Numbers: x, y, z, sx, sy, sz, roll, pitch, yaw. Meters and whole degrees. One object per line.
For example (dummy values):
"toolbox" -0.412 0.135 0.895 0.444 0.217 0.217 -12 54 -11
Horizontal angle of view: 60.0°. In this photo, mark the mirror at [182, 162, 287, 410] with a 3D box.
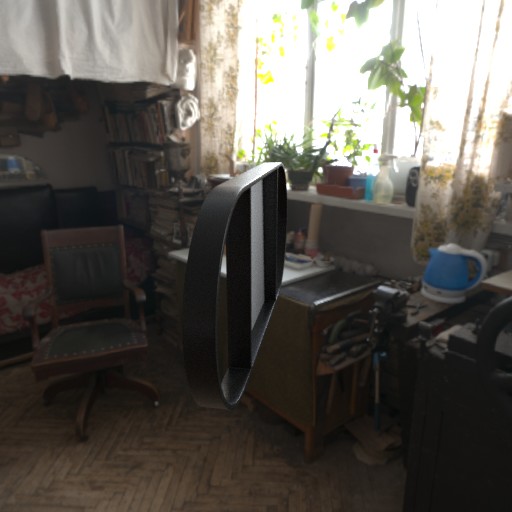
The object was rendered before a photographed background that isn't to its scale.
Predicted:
"mirror" 0.000 0.000 0.676 0.032 0.254 0.584 3 17 10
